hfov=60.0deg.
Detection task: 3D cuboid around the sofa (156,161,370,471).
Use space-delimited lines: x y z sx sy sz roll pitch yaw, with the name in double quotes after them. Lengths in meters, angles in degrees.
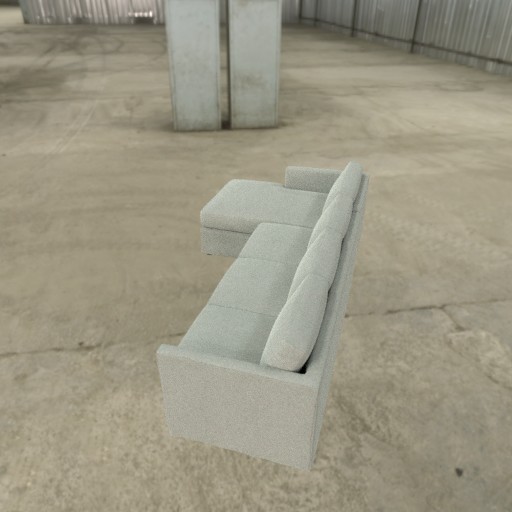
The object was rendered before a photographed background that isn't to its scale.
0.000 0.000 3.879 1.650 0.922 3.205 9 32 14 "sofa"
